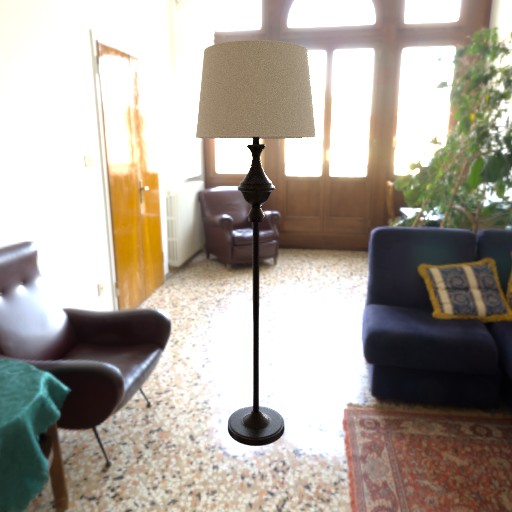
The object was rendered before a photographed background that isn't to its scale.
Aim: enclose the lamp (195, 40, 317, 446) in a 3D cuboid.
[{"bbox_3d":[0.000,0.000,1.681,0.431,1.484,0.431,0,14,0],"label":"lamp"}]
